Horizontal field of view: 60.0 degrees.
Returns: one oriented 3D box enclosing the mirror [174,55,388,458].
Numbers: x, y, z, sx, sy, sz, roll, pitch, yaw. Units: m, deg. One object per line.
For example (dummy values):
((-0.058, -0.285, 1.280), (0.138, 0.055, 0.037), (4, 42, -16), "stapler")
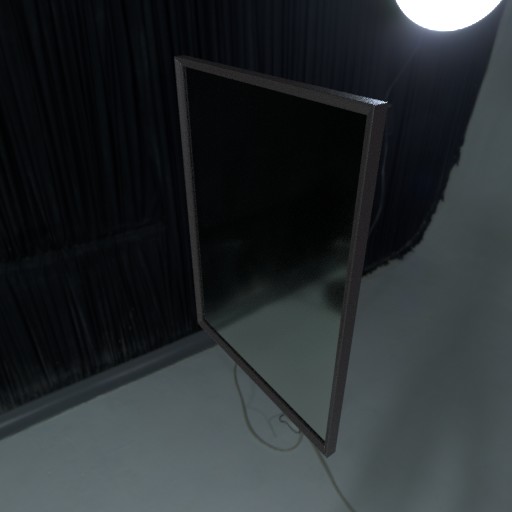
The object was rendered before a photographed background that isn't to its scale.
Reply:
((0.000, 0.000, 1.318), (0.041, 1.016, 0.762), (-21, 37, -30), "mirror")
